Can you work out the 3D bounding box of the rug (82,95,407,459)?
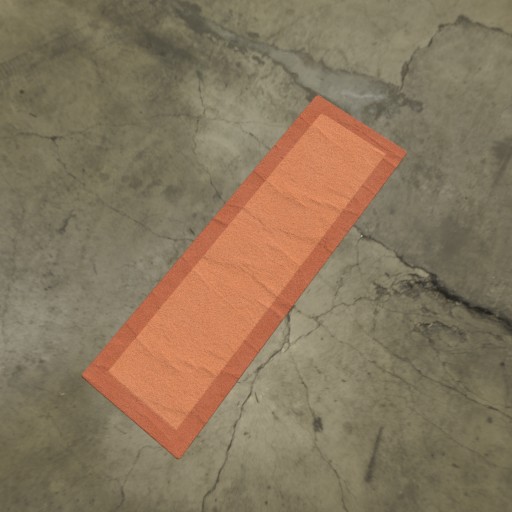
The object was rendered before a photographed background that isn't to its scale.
[{"bbox_3d":[0.000,0.000,2.817,0.914,0.013,2.471,33,77,9],"label":"rug"}]
